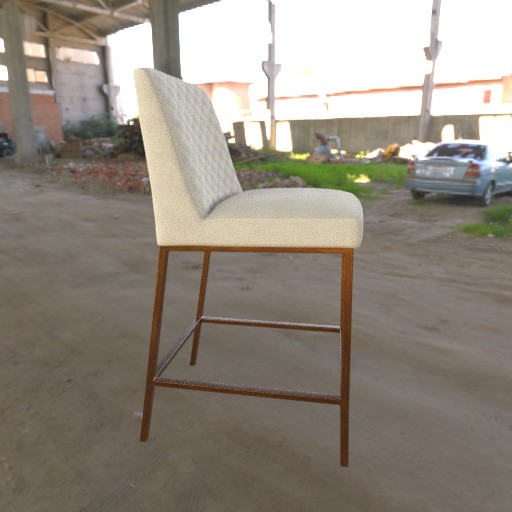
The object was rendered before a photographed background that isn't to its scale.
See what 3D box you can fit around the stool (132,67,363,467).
[{"bbox_3d":[0.000,0.000,1.271,0.576,0.973,0.507,3,15,10],"label":"stool"}]
